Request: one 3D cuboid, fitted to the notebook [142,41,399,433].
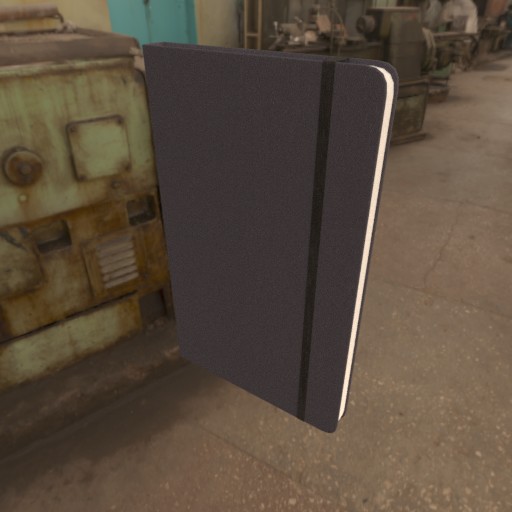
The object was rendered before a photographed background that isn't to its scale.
[{"bbox_3d":[0.000,0.000,0.252,0.127,0.213,0.016,19,37,28],"label":"notebook"}]
